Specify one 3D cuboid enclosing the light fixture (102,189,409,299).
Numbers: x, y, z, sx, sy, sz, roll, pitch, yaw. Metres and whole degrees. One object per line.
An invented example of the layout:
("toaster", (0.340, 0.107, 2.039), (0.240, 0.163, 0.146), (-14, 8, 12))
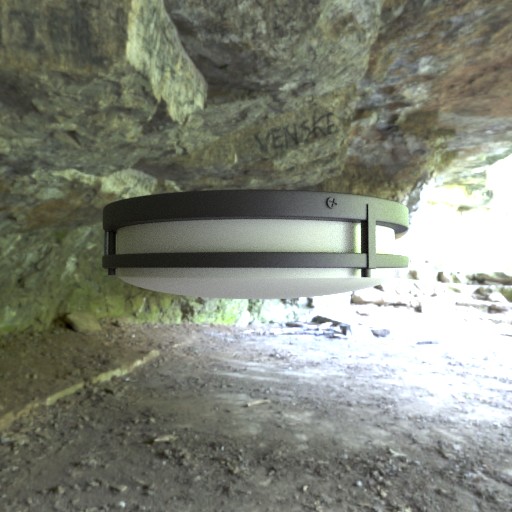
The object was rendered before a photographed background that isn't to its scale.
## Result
("light fixture", (0.000, 0.000, 0.542), (0.356, 0.102, 0.356), (0, -2, 0))
